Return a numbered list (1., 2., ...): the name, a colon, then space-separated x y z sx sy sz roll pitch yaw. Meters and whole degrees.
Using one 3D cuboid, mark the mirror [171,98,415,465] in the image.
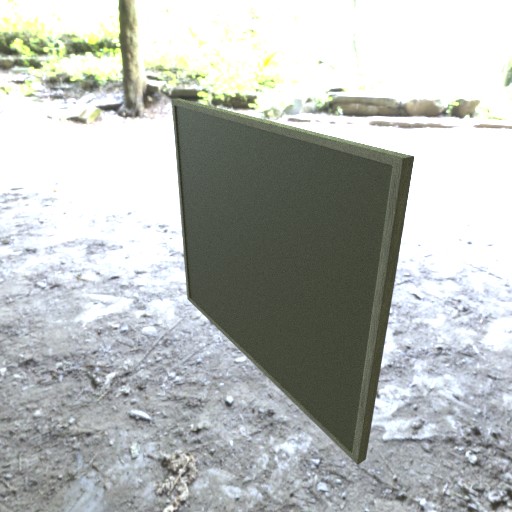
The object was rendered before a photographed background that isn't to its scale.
1. mirror: 0.000 0.000 1.147 0.028 0.689 0.839 -17 31 -30
